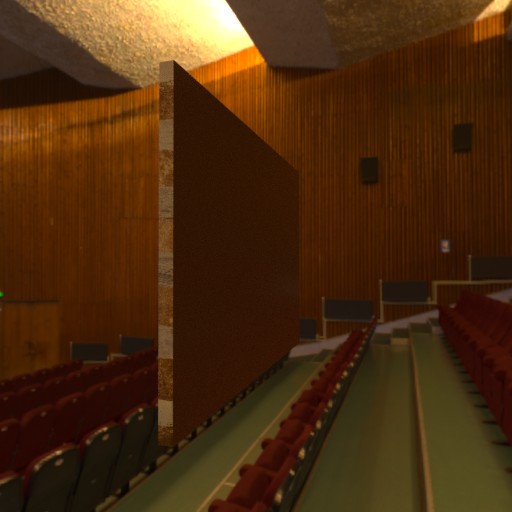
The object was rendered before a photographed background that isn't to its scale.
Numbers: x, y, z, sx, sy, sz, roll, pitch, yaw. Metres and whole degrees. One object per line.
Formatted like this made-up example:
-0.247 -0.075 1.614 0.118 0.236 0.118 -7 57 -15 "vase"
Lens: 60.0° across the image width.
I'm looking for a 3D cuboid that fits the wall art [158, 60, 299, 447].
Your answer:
0.000 0.000 1.145 0.027 0.610 0.932 0 -1 18 "wall art"
